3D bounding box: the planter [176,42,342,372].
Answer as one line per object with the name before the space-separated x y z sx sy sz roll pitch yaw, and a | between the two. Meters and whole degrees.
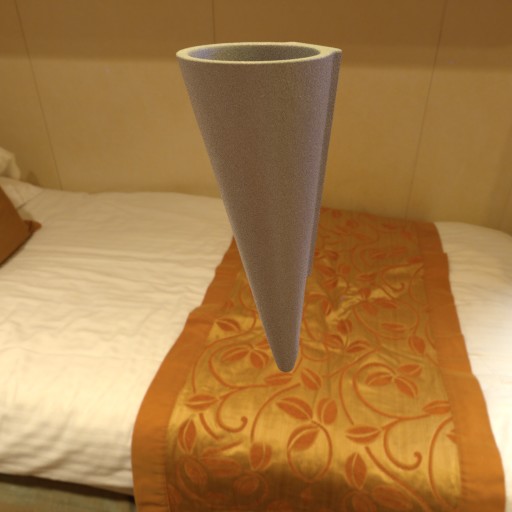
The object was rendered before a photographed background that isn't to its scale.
planter | 0.000 0.000 0.226 0.064 0.191 0.057 -21 37 -30
